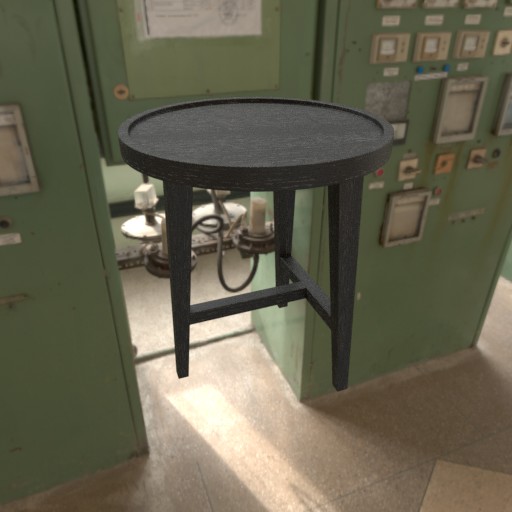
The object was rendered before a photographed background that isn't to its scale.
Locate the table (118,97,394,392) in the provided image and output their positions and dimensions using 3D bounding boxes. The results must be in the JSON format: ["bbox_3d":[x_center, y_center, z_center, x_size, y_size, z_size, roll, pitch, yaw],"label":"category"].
[{"bbox_3d":[0.000,0.000,0.777,0.399,0.460,0.399,0,30,0],"label":"table"}]
